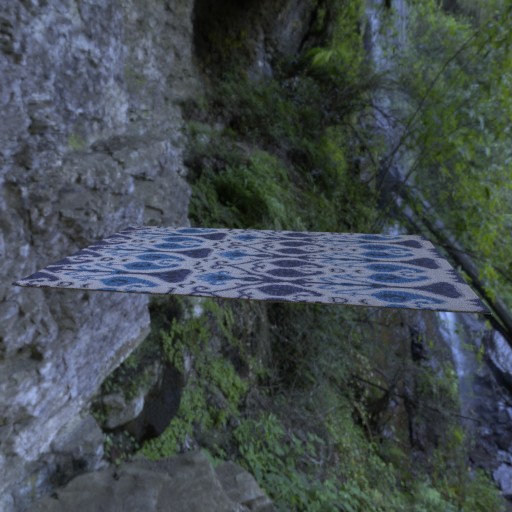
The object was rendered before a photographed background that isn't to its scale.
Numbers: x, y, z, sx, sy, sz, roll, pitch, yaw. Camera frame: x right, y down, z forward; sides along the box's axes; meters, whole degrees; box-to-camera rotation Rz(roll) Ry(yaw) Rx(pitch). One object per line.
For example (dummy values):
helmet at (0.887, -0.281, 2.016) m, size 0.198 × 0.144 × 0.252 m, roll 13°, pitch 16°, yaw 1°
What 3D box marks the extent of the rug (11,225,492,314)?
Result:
rug at (0.000, 0.000, 2.041) m, size 1.698 × 0.013 × 1.072 m, roll 3°, pitch 16°, yaw 9°
